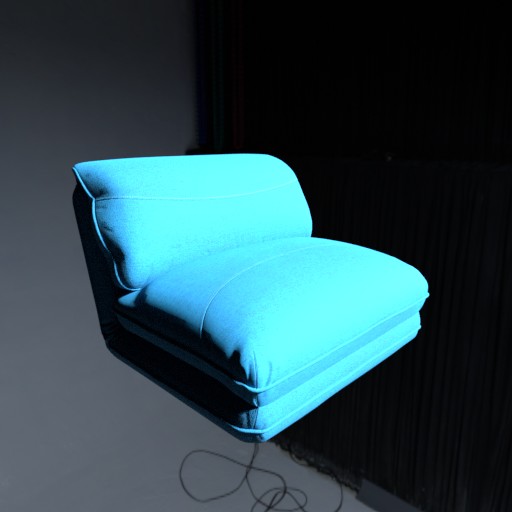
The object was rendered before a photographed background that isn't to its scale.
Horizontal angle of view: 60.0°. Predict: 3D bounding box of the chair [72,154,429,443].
[{"bbox_3d":[0.000,0.000,1.342,0.780,0.580,0.820,14,20,42],"label":"chair"}]
